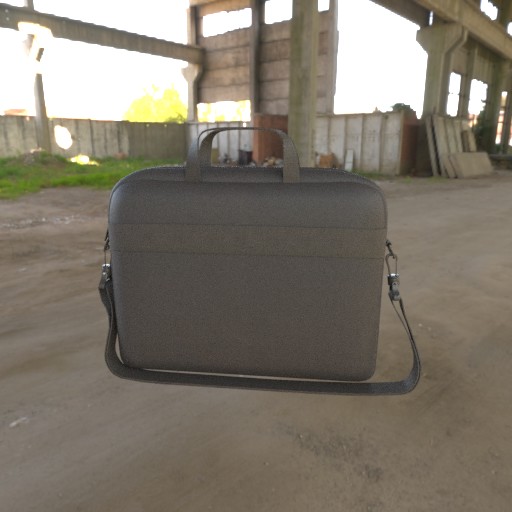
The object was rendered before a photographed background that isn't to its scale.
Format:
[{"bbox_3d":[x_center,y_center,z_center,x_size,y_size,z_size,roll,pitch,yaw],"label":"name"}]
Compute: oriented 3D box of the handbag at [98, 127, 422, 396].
[{"bbox_3d":[0.000,0.000,0.595,0.429,0.330,0.126,2,15,7],"label":"handbag"}]
